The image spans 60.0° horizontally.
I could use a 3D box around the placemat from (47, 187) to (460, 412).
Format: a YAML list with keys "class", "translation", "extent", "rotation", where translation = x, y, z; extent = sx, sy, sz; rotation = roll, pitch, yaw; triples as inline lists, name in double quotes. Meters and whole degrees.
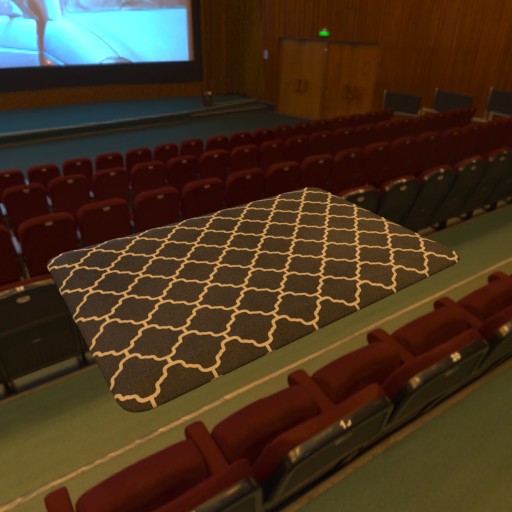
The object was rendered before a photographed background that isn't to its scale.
- class: "placemat"
  translation: [0.000, 0.000, 0.954]
  extent: [0.762, 0.021, 0.508]
  rotation: [-19, 35, -29]
